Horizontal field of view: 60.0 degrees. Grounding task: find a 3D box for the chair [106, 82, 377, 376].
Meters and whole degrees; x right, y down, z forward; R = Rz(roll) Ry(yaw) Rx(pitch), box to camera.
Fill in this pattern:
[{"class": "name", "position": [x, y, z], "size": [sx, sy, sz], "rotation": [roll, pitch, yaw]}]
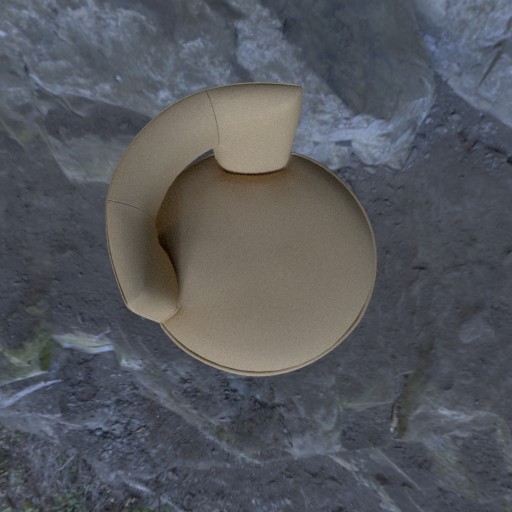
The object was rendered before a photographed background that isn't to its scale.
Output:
[{"class": "chair", "position": [0.000, 0.000, 1.256], "size": [0.665, 0.723, 0.650], "rotation": [35, 78, 9]}]
